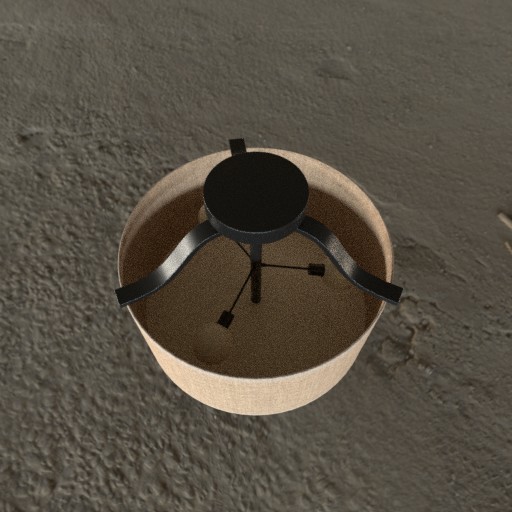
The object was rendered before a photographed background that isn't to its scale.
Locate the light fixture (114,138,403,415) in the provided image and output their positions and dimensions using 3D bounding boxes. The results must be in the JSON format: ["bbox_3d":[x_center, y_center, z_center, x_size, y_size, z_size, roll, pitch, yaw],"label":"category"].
[{"bbox_3d":[0.000,0.000,0.653,0.390,0.306,0.390,0,58,0],"label":"light fixture"}]
